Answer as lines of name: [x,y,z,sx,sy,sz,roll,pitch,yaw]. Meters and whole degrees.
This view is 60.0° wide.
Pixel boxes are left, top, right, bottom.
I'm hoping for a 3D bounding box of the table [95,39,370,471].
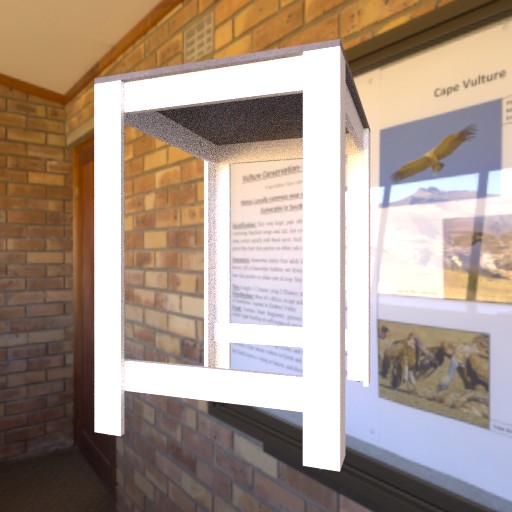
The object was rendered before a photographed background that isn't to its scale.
table: [0.000,0.000,1.533,0.700,1.020,0.800,0,0,19]
